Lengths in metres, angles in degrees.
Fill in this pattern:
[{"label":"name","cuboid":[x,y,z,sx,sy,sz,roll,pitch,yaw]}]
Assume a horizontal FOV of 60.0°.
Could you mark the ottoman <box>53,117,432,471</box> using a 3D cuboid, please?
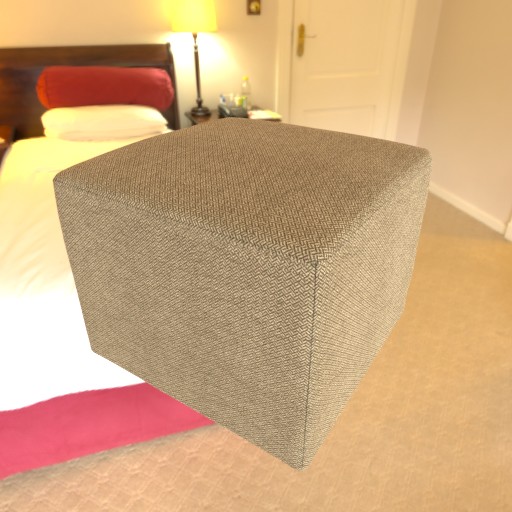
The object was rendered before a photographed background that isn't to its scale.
[{"label":"ottoman","cuboid":[0.000,0.000,0.895,0.519,0.453,0.512,18,35,29]}]
